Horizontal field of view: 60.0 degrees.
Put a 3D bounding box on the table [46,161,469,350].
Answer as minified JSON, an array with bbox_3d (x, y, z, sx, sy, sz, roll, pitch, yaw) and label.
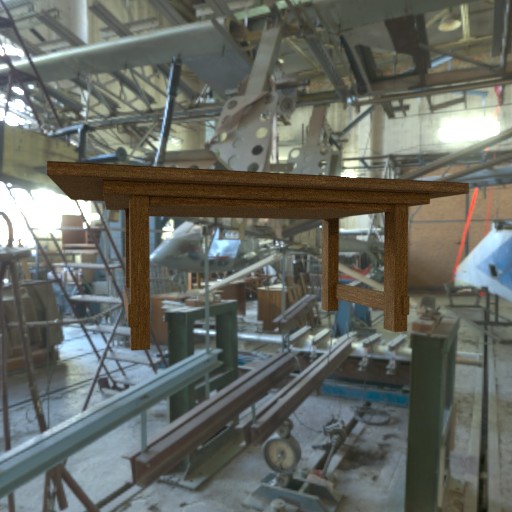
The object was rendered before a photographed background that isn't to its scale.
[{"bbox_3d":[0.000,0.000,2.458,1.982,0.762,1.000,0,2,-18],"label":"table"}]
